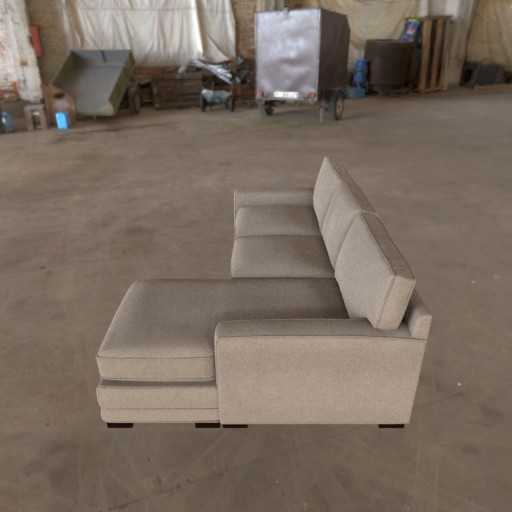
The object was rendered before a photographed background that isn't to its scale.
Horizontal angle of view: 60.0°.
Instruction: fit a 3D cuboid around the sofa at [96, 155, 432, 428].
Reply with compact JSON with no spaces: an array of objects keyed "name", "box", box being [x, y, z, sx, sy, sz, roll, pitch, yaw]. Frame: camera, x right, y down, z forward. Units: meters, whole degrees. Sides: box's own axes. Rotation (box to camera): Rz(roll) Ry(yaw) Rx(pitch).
[{"name":"sofa","box":[0.000,0.000,2.899,1.496,0.861,2.087,0,27,0]}]
